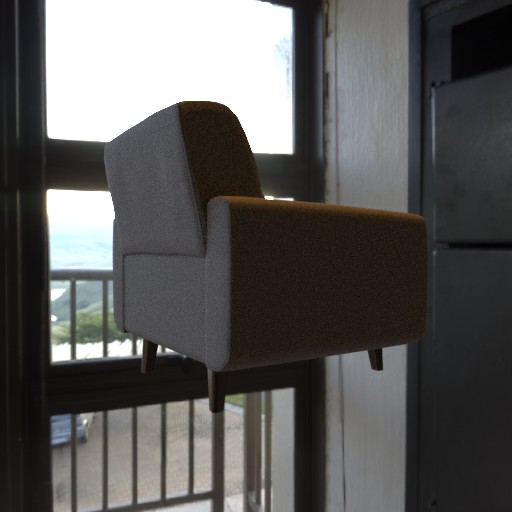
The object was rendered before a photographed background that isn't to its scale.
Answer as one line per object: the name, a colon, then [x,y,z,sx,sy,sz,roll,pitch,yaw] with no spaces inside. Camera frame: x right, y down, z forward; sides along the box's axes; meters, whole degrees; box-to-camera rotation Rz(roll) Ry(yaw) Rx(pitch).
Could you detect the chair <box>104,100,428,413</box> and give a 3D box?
chair: [0.000,0.000,1.590,0.907,0.839,0.831,-1,1,-37]
